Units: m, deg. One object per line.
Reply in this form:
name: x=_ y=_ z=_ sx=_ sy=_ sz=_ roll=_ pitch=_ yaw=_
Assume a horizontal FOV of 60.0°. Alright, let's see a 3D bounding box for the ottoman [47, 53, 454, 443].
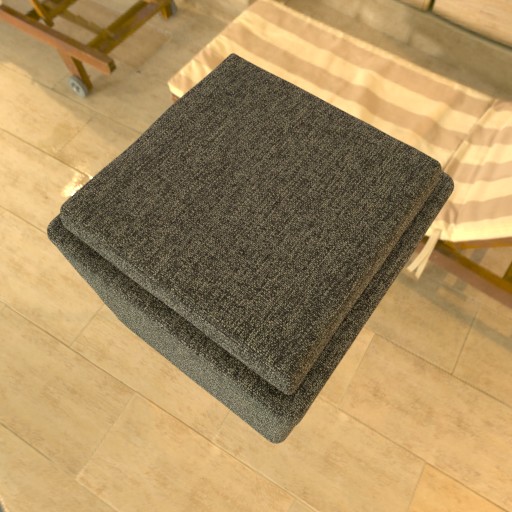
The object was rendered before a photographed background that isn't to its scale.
ottoman: x=0.000 y=0.000 z=0.808 sx=0.450 sy=0.463 sz=0.450 roll=34 pitch=68 yaw=15
